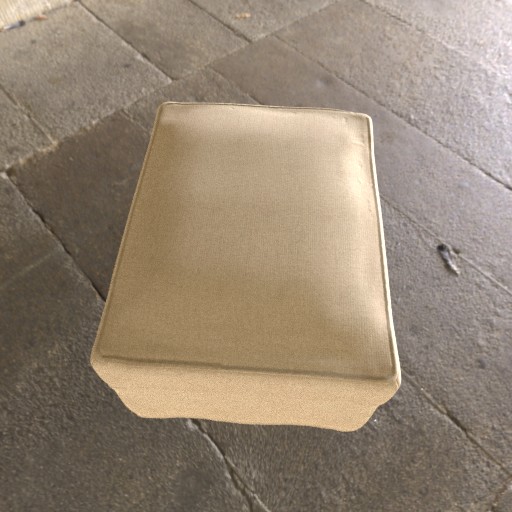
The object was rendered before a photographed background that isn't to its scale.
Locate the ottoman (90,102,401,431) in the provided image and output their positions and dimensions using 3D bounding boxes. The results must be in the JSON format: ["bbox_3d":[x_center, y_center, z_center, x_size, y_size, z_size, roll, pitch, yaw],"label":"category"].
[{"bbox_3d":[0.000,0.000,1.263,0.650,0.485,0.833,3,58,2],"label":"ottoman"}]
